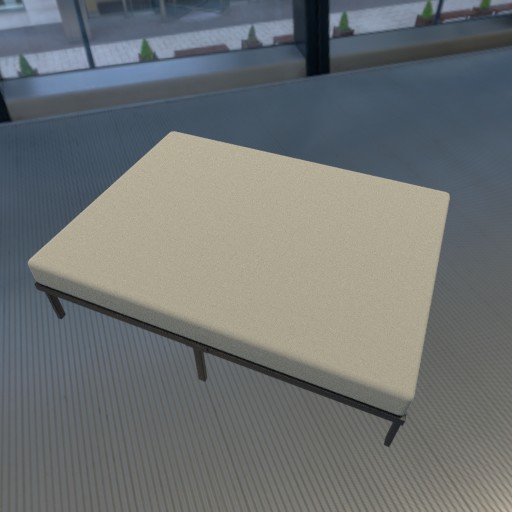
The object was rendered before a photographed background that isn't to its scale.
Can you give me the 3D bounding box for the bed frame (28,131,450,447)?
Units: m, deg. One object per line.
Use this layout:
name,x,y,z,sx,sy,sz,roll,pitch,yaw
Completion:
bed frame,0.000,0.000,3.546,2.635,0.680,1.990,16,47,16
